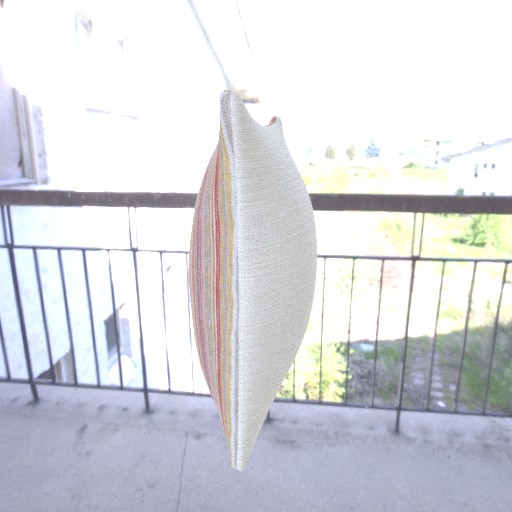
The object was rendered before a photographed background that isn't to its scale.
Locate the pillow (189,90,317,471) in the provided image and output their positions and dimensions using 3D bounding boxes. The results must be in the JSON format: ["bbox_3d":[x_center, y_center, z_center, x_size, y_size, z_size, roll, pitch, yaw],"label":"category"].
[{"bbox_3d":[0.000,0.000,0.694,0.191,0.449,0.451,2,14,8],"label":"pillow"}]
